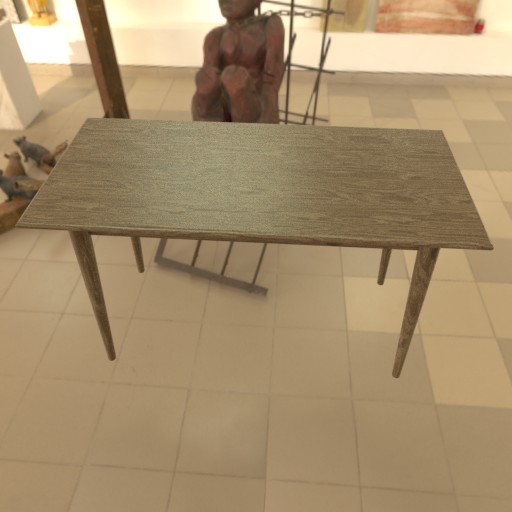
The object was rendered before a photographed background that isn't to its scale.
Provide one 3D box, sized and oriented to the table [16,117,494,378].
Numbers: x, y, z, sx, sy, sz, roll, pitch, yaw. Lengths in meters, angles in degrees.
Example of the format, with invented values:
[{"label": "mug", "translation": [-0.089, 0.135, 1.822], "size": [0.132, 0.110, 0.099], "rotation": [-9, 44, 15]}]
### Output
[{"label": "table", "translation": [0.000, 0.000, 1.683], "size": [1.300, 0.780, 0.599], "rotation": [3, 46, 3]}]
